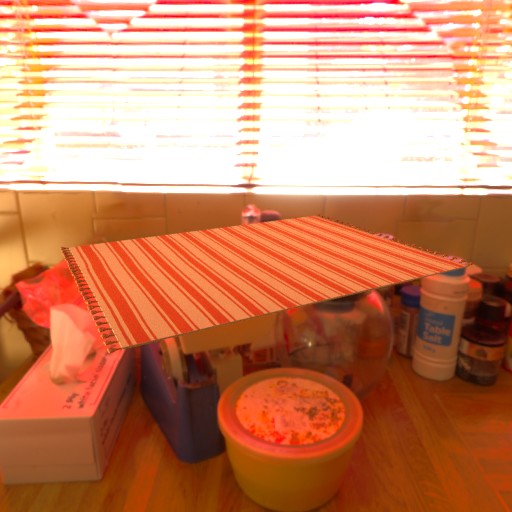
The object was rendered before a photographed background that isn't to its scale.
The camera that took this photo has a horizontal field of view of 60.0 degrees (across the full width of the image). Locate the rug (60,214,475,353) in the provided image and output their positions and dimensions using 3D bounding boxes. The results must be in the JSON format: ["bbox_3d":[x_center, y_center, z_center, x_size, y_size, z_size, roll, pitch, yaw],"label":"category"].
[{"bbox_3d":[0.000,0.000,4.414,3.369,0.035,2.451,-10,20,-27],"label":"rug"}]
